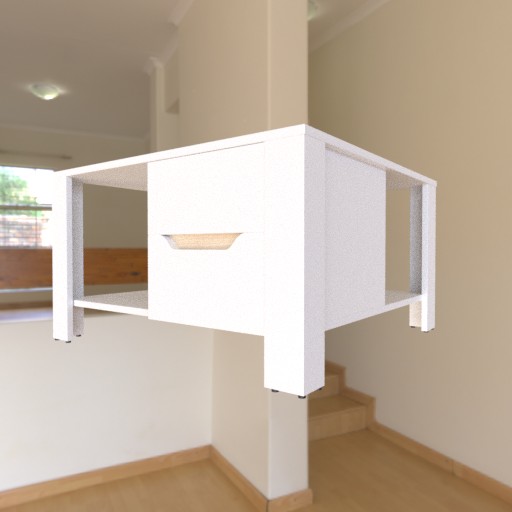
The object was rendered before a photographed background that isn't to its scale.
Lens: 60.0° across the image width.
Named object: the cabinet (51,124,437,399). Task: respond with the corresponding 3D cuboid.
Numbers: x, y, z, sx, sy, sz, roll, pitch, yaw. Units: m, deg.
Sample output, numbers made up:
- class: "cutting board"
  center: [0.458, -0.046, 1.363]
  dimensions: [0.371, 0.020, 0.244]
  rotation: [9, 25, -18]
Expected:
- class: "cabinet"
  center: [0.000, 0.000, 1.296]
  dimensions: [0.800, 0.460, 0.800]
  rotation: [1, 1, 37]
